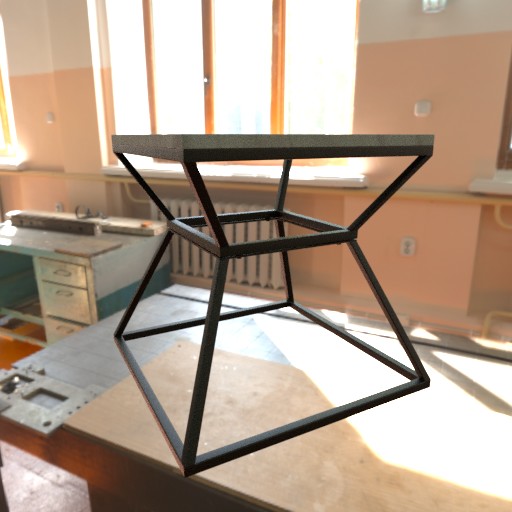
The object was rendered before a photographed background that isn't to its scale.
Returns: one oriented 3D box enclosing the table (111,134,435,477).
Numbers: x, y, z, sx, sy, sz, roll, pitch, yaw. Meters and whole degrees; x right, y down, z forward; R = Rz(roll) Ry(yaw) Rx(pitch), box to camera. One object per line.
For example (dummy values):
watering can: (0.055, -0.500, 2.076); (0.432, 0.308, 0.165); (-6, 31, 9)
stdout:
table: (0.000, 0.000, 0.815); (0.455, 0.431, 0.455); (-8, 17, -27)
